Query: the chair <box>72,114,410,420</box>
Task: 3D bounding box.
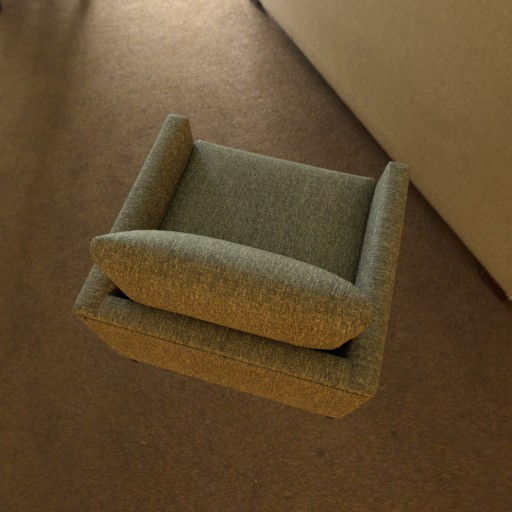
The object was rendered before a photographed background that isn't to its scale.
[{"bbox_3d":[0.000,0.000,1.643,0.963,0.861,0.866,14,64,7],"label":"chair"}]
